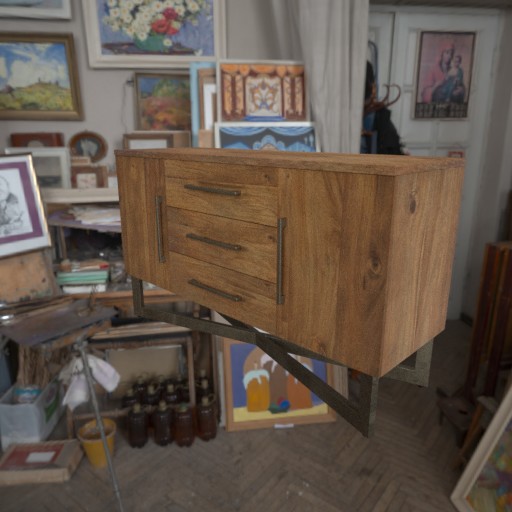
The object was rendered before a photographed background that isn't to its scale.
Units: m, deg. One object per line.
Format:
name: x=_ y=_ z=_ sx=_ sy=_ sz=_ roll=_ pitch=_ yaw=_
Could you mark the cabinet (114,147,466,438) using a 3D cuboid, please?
cabinet: x=0.000 y=0.000 z=1.795 sx=1.373 sy=0.812 sz=0.480 roll=15 pitch=22 yaw=42
